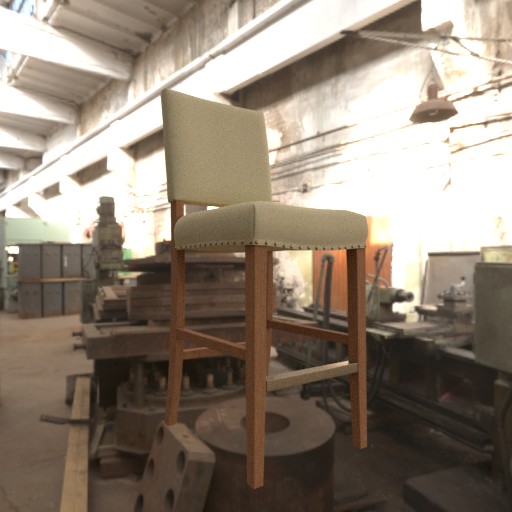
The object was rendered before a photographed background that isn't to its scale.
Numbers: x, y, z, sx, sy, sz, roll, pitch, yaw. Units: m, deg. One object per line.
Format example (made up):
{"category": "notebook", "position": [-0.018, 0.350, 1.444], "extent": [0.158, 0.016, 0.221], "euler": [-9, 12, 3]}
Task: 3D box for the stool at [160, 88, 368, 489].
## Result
{"category": "stool", "position": [0.000, 0.000, 1.458], "extent": [0.445, 1.168, 0.584], "euler": [1, -1, -36]}
